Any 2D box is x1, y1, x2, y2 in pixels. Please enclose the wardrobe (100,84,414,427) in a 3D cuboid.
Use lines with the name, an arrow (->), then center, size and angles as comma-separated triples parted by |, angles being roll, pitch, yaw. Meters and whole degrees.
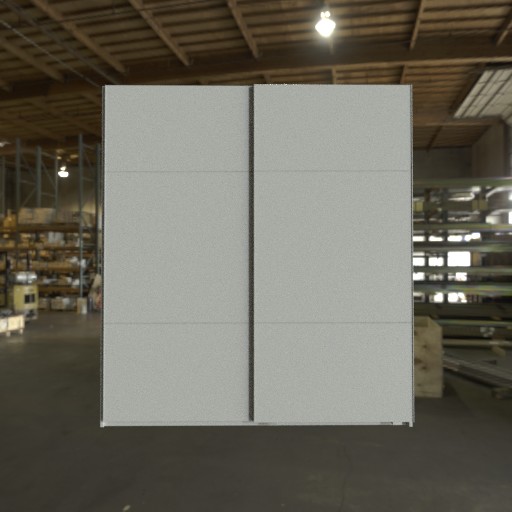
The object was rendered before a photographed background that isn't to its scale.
wardrobe -> 0.000, 0.000, 2.823 | 1.780, 1.960, 0.629 | 0, -1, -1
